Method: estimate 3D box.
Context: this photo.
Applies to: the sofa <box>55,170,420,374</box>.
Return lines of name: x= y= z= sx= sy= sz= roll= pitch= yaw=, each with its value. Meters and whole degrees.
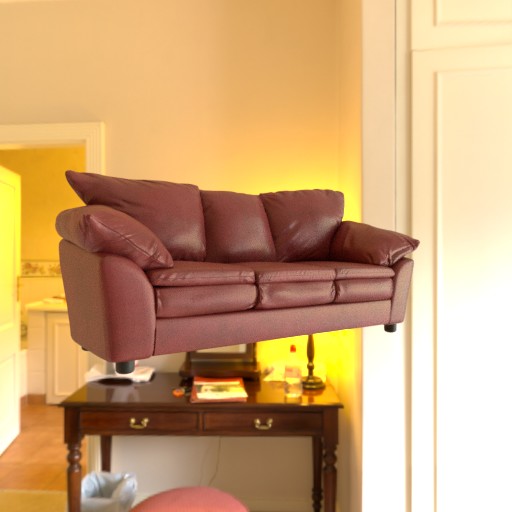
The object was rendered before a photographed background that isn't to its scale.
sofa: x=0.000 y=0.000 z=2.896 sx=2.390 sy=1.091 sz=0.907 roll=0 pitch=0 yaw=-35
